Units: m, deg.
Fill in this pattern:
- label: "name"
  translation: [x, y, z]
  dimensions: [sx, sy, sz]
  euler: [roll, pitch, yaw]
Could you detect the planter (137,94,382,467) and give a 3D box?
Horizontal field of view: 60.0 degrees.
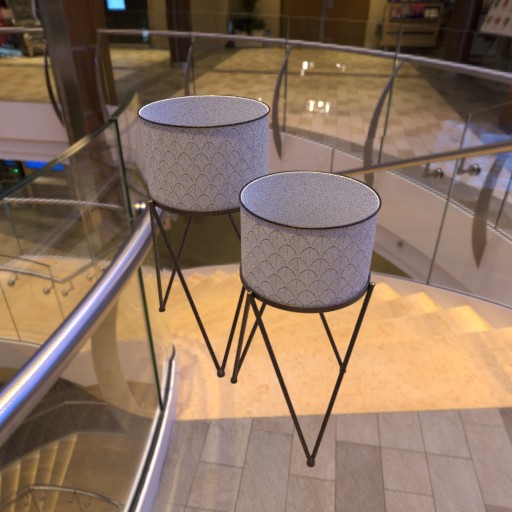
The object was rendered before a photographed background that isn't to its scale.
- label: "planter"
  translation: [0.000, 0.000, 1.191]
  dimensions: [0.413, 0.712, 0.769]
  euler: [-21, 37, -31]
